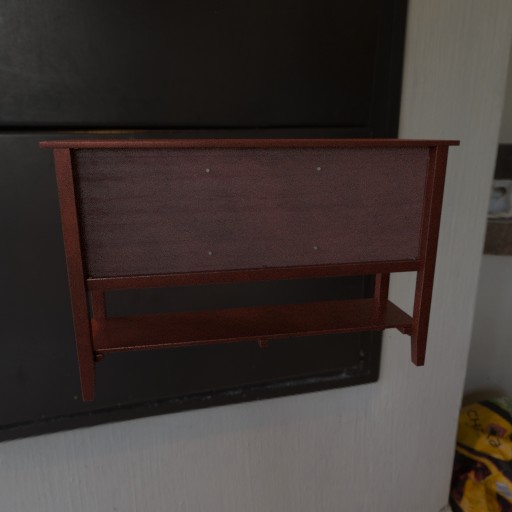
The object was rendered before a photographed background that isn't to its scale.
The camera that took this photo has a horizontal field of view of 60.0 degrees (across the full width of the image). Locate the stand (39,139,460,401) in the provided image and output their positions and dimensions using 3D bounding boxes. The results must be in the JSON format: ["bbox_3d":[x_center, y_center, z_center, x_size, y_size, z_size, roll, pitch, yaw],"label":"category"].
[{"bbox_3d":[0.000,0.000,1.720,1.362,0.872,0.410,-3,16,-11],"label":"stand"}]
